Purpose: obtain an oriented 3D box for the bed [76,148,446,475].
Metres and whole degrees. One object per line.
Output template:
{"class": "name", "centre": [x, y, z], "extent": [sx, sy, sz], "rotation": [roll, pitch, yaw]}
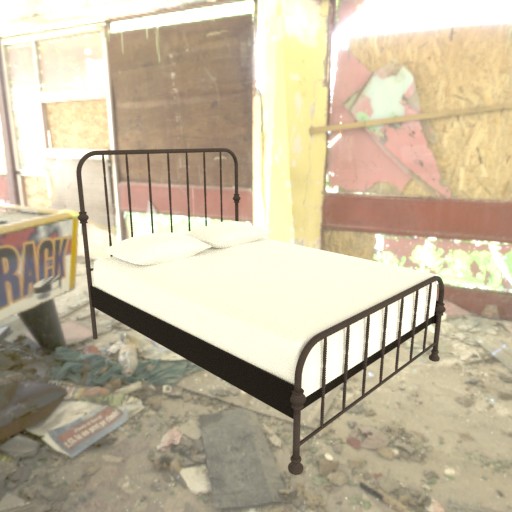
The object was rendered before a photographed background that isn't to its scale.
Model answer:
{"class": "bed", "centre": [0.000, 0.000, 3.155], "extent": [2.134, 1.446, 1.616], "rotation": [14, 20, 43]}
